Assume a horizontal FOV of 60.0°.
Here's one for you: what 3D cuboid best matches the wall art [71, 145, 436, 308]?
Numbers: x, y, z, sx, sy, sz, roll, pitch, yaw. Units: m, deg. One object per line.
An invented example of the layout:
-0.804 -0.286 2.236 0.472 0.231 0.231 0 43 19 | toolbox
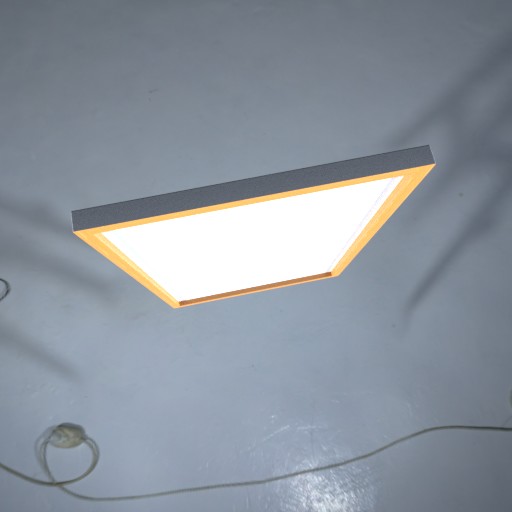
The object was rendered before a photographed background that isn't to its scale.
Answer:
0.000 0.000 0.781 0.405 0.608 0.025 -11 76 -3 | wall art
